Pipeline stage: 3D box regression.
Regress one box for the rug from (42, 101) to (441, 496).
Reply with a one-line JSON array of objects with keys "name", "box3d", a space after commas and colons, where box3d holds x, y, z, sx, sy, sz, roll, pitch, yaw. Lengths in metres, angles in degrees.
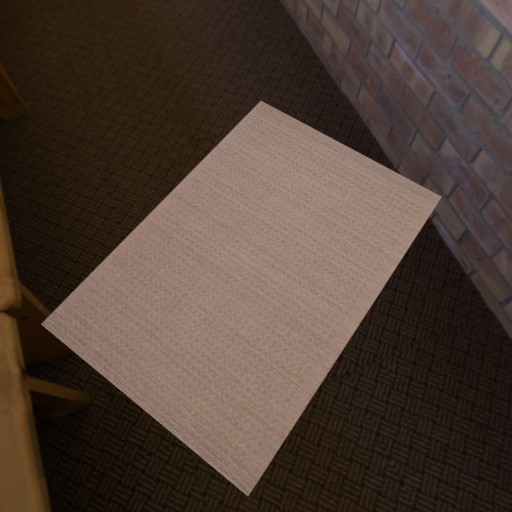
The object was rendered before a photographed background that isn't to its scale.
[{"name": "rug", "box3d": [0.000, 0.000, 3.678, 1.981, 0.006, 2.895, 33, 68, 15]}]
